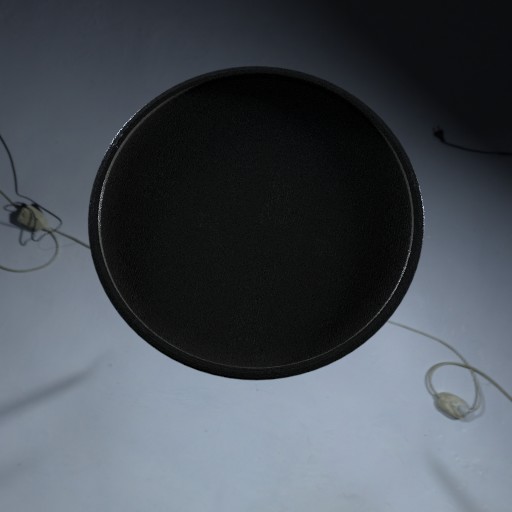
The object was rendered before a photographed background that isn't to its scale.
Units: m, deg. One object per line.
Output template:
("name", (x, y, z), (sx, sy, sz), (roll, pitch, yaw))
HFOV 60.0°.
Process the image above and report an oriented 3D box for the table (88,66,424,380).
("table", (0.000, 0.000, 0.916), (0.500, 0.531, 0.500), (0, 74, 0))
